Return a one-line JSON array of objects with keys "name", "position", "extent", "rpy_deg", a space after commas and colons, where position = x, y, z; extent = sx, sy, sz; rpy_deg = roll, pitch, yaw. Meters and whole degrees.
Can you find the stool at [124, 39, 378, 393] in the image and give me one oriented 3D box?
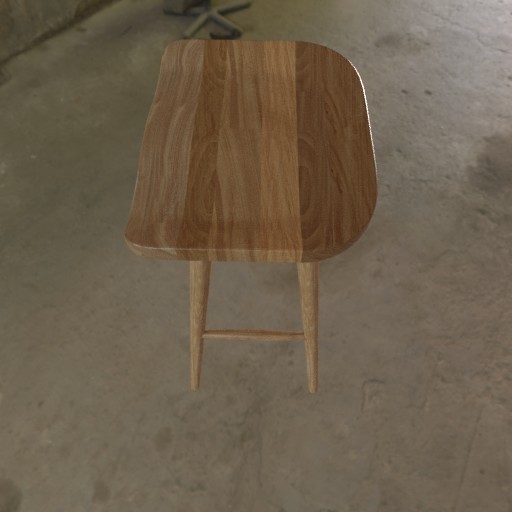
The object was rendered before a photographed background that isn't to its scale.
[{"name": "stool", "position": [0.000, 0.000, 0.920], "extent": [0.322, 0.698, 0.407], "rpy_deg": [1, 59, 1]}]
